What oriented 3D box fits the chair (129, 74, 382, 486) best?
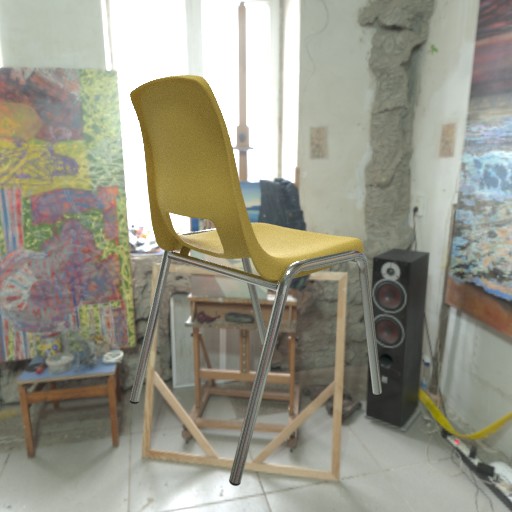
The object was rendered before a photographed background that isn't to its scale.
[{"bbox_3d":[0.000,0.000,0.919,0.436,0.653,0.381,-12,18,-42],"label":"chair"}]
